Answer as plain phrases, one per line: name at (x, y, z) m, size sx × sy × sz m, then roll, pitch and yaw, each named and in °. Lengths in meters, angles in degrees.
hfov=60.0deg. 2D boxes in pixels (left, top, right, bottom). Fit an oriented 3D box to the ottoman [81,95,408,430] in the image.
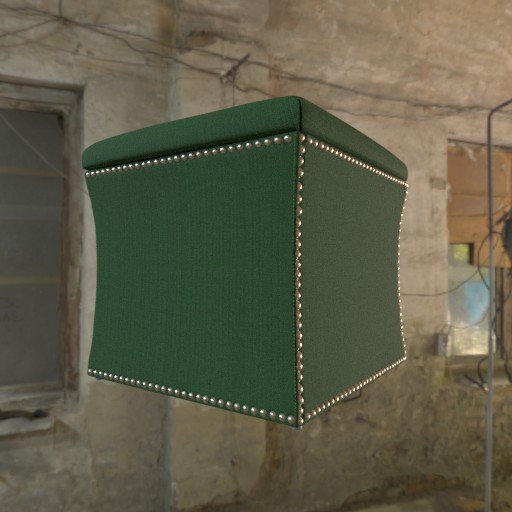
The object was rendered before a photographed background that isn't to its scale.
ottoman at (0.000, 0.000, 0.905) m, size 0.497 × 0.475 × 0.507 m, roll 0°, pitch -1°, yaw 35°
